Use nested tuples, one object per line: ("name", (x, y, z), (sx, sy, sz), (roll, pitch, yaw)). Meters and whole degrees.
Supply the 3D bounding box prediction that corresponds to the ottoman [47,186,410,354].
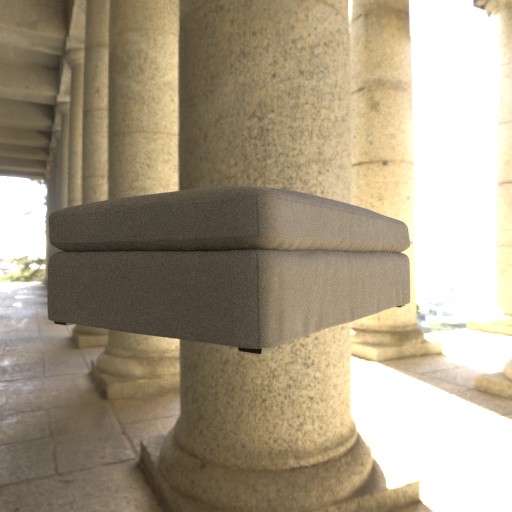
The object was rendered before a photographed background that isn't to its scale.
("ottoman", (0.000, 0.000, 1.645), (0.840, 0.429, 1.199), (0, 0, 34))
